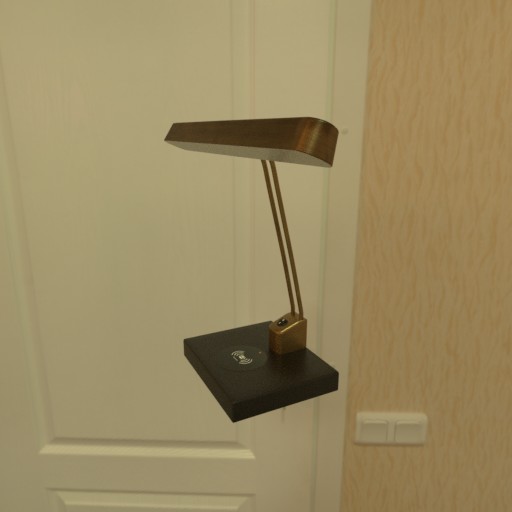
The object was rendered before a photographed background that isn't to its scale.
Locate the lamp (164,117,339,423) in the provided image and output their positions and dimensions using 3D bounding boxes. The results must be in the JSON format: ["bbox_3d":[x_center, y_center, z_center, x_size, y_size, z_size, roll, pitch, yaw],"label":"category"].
[{"bbox_3d":[0.000,0.000,0.592,0.156,0.345,0.412,-8,18,-26],"label":"lamp"}]
